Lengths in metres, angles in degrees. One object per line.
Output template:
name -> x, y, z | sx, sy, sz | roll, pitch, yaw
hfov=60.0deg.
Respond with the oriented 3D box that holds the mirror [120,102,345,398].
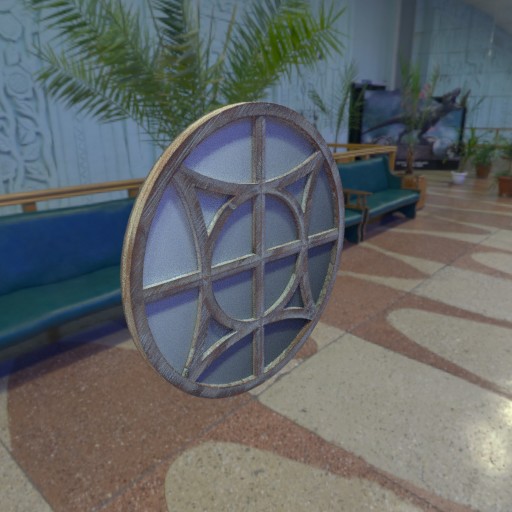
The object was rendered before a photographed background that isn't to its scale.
mirror -> 0.000, 0.000, 1.083 | 0.038, 0.710, 0.710 | 17, 24, 42
